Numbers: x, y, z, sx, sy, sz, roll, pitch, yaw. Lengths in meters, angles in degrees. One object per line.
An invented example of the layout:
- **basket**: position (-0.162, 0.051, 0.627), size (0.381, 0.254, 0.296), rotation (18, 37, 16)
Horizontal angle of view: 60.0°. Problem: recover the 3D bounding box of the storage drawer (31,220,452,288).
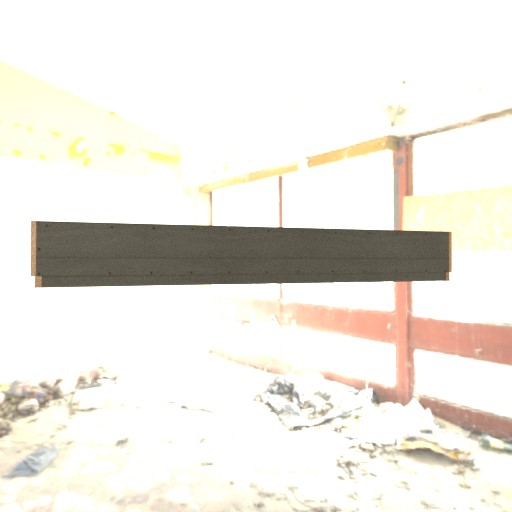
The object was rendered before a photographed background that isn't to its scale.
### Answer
- **storage drawer**: position (0.000, 0.000, 2.305), size (2.032, 0.264, 0.538), rotation (0, -1, -18)
